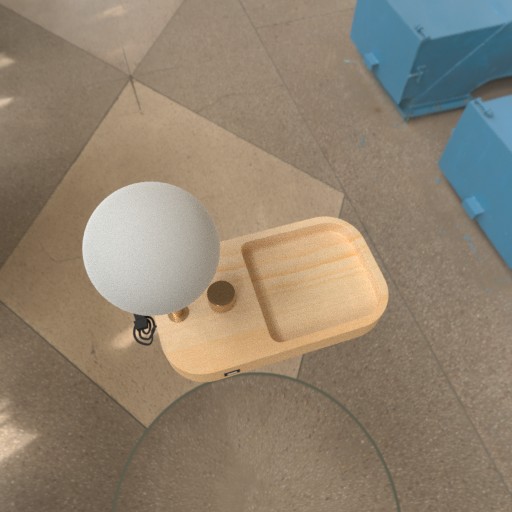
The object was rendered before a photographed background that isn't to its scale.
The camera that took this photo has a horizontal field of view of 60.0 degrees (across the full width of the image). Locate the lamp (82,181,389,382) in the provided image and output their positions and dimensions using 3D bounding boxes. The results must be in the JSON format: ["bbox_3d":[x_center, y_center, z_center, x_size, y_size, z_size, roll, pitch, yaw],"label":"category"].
[{"bbox_3d":[0.000,0.000,0.489,0.331,0.253,0.173,-15,61,-9],"label":"lamp"}]
